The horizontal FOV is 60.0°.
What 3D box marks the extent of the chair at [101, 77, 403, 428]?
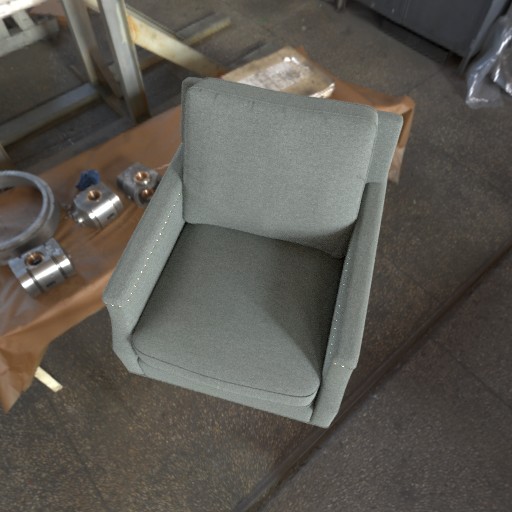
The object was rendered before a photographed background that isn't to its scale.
[{"bbox_3d":[0.000,0.000,1.779,0.885,1.031,1.031,13,58,8],"label":"chair"}]
